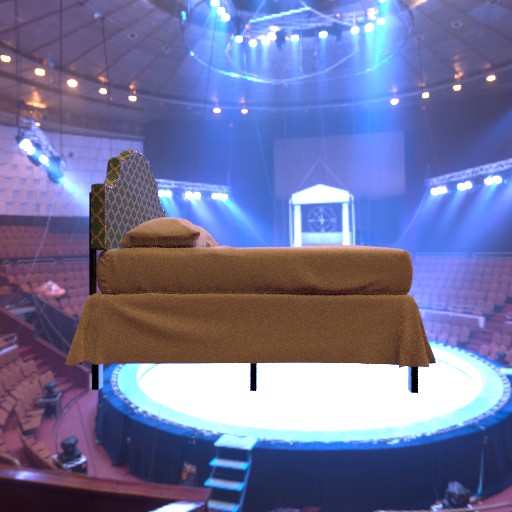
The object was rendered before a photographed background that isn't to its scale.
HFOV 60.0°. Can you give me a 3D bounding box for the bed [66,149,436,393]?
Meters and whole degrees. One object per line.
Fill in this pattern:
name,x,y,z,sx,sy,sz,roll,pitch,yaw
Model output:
bed,0.000,0.000,3.463,2.222,1.633,1.780,0,0,2
